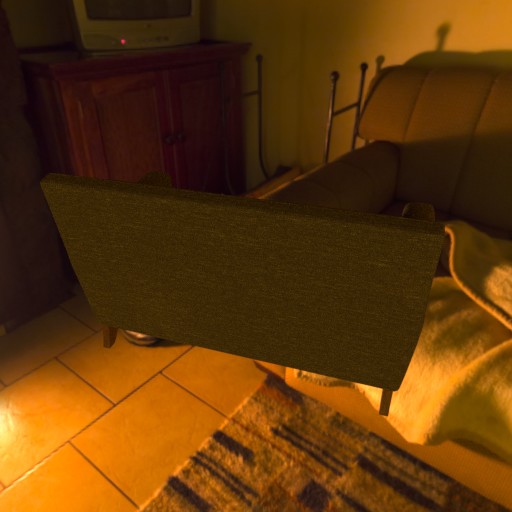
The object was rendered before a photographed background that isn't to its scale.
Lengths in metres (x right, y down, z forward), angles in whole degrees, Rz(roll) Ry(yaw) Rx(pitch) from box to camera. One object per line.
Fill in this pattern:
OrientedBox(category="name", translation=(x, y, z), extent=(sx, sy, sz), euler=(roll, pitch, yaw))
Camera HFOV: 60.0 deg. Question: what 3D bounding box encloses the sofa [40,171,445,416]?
OrientedBox(category="sofa", translation=(0.000, 0.000, 2.045), extent=(1.509, 0.905, 0.867), euler=(9, 32, 15))
